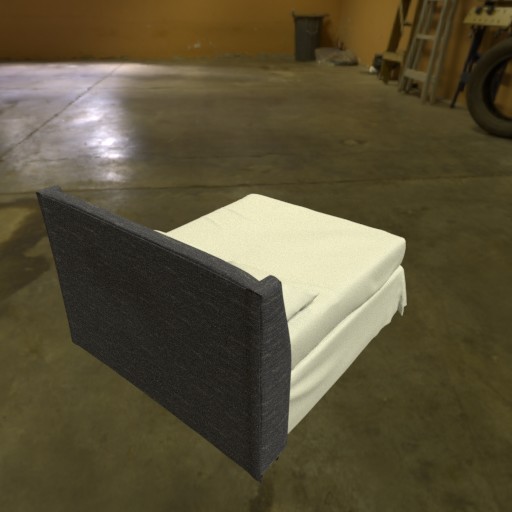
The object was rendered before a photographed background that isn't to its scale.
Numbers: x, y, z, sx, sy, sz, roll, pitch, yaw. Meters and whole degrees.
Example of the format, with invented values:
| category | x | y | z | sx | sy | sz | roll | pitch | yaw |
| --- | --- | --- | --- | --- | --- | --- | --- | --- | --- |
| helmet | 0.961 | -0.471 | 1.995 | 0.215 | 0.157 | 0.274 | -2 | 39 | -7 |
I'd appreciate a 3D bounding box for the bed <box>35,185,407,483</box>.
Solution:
| category | x | y | z | sx | sy | sz | roll | pitch | yaw |
| --- | --- | --- | --- | --- | --- | --- | --- | --- | --- |
| bed | 0.000 | 0.000 | 3.443 | 1.925 | 1.332 | 2.276 | 22 | 36 | 33 |
